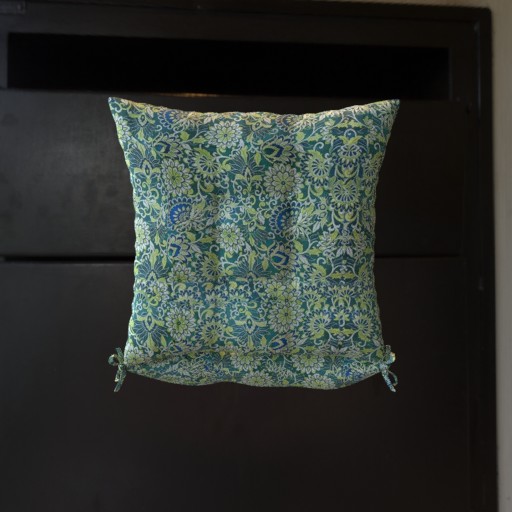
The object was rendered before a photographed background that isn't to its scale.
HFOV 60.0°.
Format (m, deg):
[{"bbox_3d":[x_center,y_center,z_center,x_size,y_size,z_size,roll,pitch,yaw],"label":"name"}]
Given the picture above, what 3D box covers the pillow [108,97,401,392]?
[{"bbox_3d":[0.000,0.000,1.000,0.541,0.536,0.585,0,-1,0],"label":"pillow"}]
